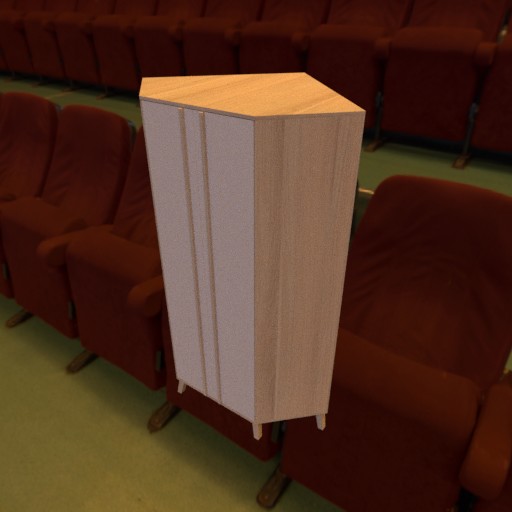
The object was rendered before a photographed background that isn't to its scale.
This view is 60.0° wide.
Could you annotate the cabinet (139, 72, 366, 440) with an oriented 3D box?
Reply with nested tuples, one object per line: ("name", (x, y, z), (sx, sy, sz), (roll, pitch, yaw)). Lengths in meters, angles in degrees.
("cabinet", (0.000, 0.000, 2.694), (1.272, 1.957, 0.969), (20, 37, 29))
